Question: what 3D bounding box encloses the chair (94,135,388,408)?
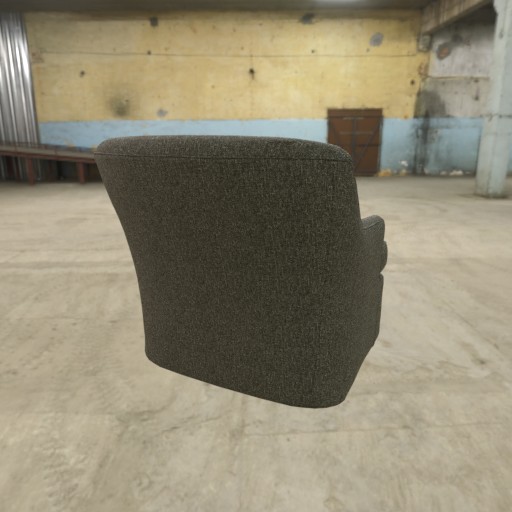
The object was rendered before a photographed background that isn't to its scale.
[{"bbox_3d":[0.000,0.000,1.629,0.864,0.856,0.923,8,17,27],"label":"chair"}]
